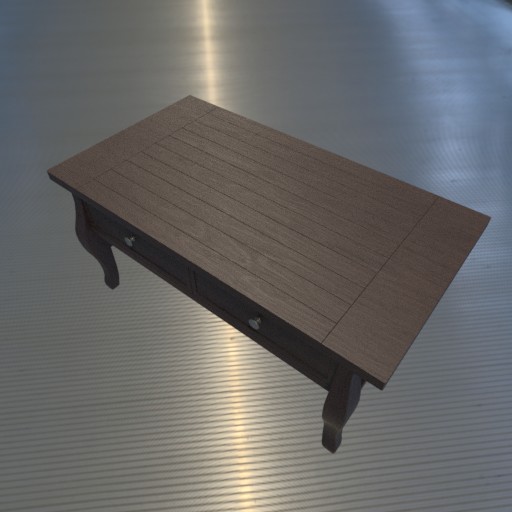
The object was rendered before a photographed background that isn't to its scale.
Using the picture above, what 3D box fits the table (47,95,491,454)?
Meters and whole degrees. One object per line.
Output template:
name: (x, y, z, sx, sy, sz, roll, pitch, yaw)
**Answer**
table: (0.000, 0.000, 1.371, 1.062, 0.494, 0.600, 30, 53, 25)
